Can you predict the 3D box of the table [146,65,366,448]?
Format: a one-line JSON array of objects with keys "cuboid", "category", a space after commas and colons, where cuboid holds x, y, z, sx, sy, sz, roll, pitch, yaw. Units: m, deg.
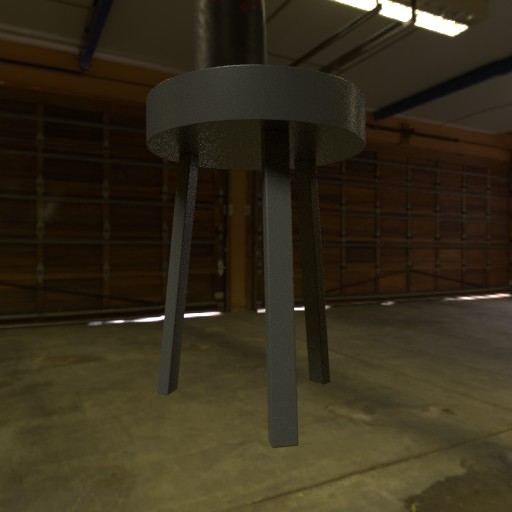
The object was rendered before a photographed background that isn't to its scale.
[{"cuboid": [0.000, 0.000, 0.848, 0.406, 0.559, 0.406, 0, 1, 0], "category": "table"}]
